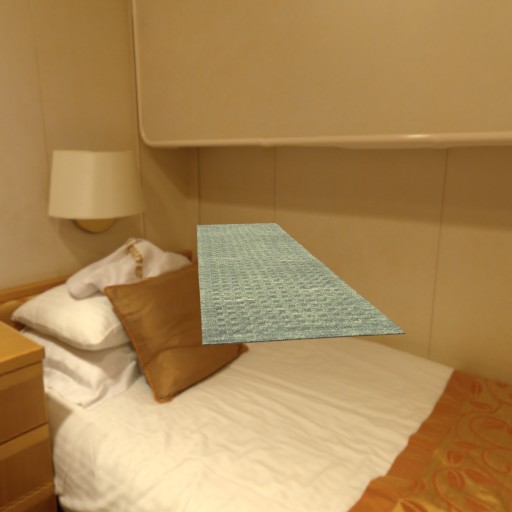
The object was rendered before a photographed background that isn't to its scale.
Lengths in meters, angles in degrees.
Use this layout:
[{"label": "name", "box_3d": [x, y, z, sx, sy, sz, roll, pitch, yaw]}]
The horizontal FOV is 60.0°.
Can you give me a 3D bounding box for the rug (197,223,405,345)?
[{"label": "rug", "box_3d": [0.000, 0.000, 2.638, 0.688, 0.008, 2.443, -2, 13, -8]}]
